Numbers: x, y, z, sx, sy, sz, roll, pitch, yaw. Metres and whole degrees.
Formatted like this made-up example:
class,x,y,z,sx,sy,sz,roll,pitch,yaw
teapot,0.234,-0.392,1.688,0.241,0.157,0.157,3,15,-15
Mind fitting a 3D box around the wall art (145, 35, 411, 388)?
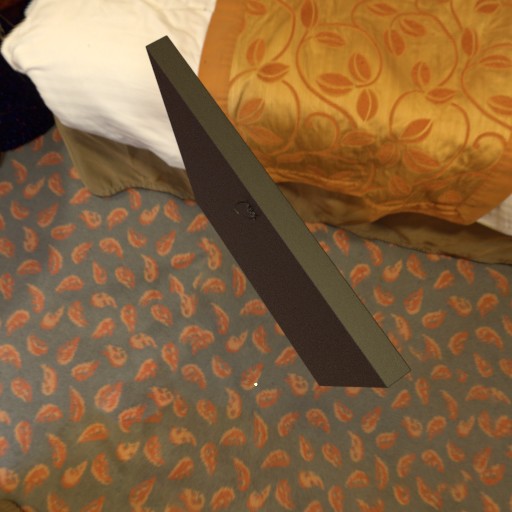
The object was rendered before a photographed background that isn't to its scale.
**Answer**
class,x,y,z,sx,sy,sz,roll,pitch,yaw
wall art,0.000,0.000,0.522,0.038,0.349,0.349,-32,76,-9
